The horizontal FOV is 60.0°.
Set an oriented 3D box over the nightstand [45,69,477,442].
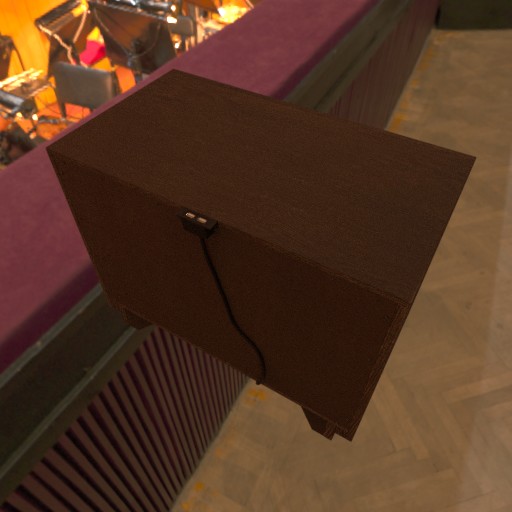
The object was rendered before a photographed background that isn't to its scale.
[{"bbox_3d":[0.000,0.000,1.127,0.775,0.612,0.457,24,52,20],"label":"nightstand"}]
